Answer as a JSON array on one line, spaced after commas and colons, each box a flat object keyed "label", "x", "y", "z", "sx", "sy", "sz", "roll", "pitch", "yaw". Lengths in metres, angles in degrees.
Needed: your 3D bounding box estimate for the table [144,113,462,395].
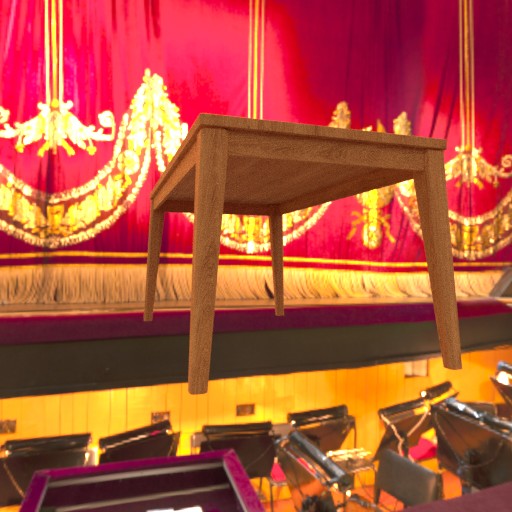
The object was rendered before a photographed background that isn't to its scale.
[{"label": "table", "x": 0.000, "y": 0.000, "z": 2.072, "sx": 0.900, "sy": 0.760, "sz": 1.600, "roll": 0, "pitch": -1, "yaw": -19}]
